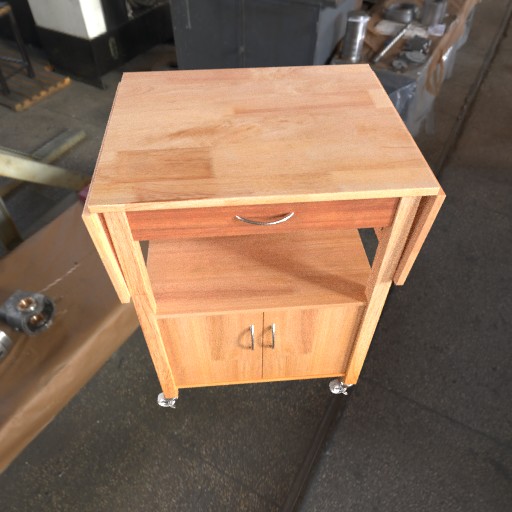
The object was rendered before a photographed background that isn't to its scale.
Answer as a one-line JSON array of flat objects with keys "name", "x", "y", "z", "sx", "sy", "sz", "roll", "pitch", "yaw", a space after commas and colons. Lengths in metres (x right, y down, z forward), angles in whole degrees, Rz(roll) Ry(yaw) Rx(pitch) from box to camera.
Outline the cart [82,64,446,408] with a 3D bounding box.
[{"name": "cart", "x": 0.000, "y": 0.000, "z": 1.236, "sx": 0.640, "sy": 0.838, "sz": 0.508, "roll": -3, "pitch": 47, "yaw": -3}]
